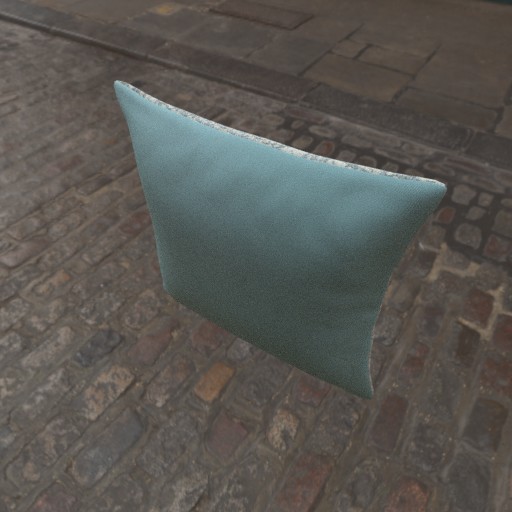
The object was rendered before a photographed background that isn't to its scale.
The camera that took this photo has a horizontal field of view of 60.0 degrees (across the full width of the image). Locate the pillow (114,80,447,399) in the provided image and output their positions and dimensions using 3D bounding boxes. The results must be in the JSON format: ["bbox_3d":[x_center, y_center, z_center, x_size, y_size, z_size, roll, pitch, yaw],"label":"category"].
[{"bbox_3d":[0.000,0.000,0.779,0.526,0.507,0.166,24,49,23],"label":"pillow"}]
